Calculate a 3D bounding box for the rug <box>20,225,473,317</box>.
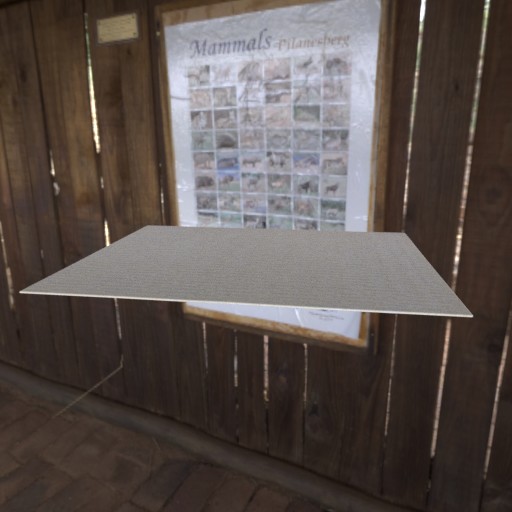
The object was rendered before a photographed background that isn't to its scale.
[{"bbox_3d":[0.000,0.000,4.085,3.055,0.021,2.410,2,15,8],"label":"rug"}]
